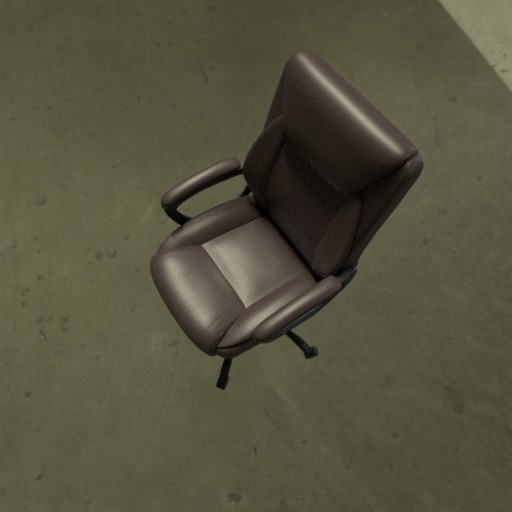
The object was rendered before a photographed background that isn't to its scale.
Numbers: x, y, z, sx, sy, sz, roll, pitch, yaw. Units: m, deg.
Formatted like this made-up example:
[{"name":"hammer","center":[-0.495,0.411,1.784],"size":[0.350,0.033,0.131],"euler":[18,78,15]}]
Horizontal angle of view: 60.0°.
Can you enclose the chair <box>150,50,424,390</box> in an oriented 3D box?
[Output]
[{"name":"chair","center":[0.000,0.000,1.454],"size":[0.655,1.072,0.615],"euler":[-31,67,-15]}]
